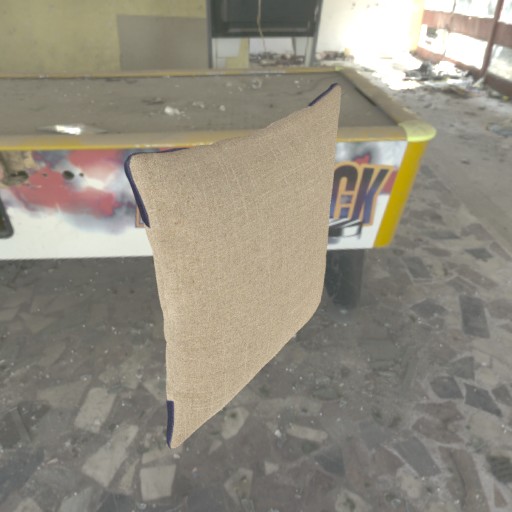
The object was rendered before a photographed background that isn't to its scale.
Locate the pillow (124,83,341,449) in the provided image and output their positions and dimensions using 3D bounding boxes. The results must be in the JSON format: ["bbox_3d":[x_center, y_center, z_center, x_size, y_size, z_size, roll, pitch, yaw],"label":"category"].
[{"bbox_3d":[0.000,0.000,0.682,0.147,0.441,0.440,20,37,29],"label":"pillow"}]
